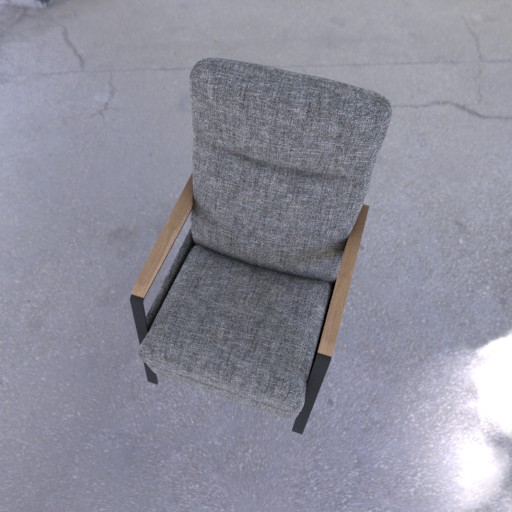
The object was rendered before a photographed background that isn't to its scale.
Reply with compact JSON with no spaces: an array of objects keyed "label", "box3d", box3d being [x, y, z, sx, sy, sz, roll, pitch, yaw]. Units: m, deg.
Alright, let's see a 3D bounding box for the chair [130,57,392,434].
[{"label":"chair","box3d":[0.000,0.000,1.564,0.671,1.042,0.868,16,61,9]}]
